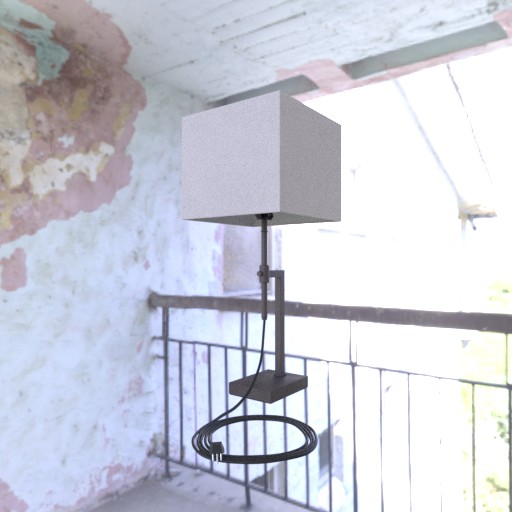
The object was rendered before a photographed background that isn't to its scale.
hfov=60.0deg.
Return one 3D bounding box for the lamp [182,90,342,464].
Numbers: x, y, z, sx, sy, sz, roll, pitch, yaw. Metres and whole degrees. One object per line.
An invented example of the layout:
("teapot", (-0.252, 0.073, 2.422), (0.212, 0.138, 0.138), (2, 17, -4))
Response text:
("lamp", (0.000, 0.000, 0.948), (0.399, 0.660, 0.504), (-1, -1, 37))
